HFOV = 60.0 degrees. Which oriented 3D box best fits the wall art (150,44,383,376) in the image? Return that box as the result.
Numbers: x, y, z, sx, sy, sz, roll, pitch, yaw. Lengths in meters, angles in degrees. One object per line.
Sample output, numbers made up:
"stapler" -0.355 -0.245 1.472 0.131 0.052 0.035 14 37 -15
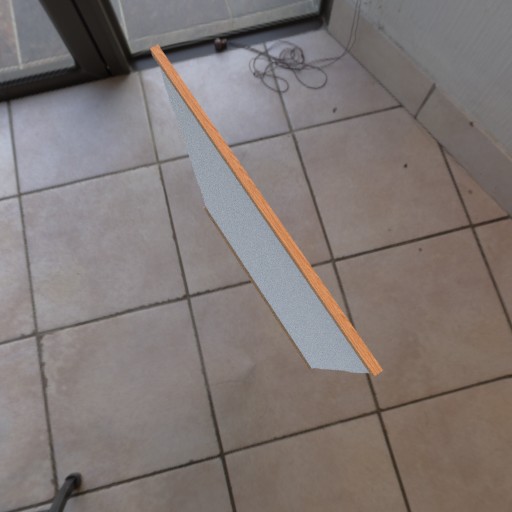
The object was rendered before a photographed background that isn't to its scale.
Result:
"wall art" 0.000 0.000 0.682 0.010 0.507 0.404 -32 78 -7
